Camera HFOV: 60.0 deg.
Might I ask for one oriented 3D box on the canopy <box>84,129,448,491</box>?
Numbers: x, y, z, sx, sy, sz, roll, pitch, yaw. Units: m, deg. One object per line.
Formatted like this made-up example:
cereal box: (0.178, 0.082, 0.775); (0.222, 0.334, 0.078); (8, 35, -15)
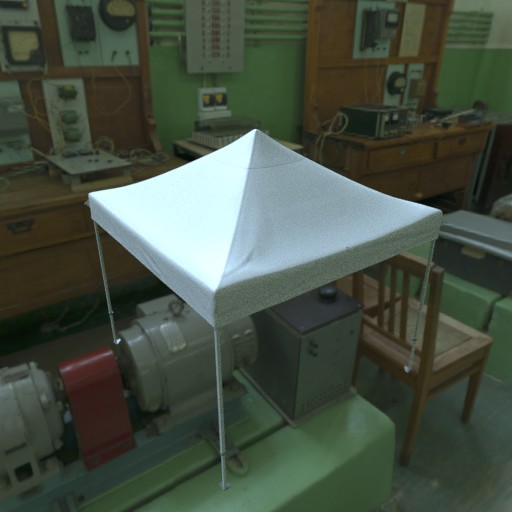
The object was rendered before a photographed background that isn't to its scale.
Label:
canopy: (0.000, 0.000, 5.365); (2.994, 2.998, 2.996); (-18, 31, -32)
